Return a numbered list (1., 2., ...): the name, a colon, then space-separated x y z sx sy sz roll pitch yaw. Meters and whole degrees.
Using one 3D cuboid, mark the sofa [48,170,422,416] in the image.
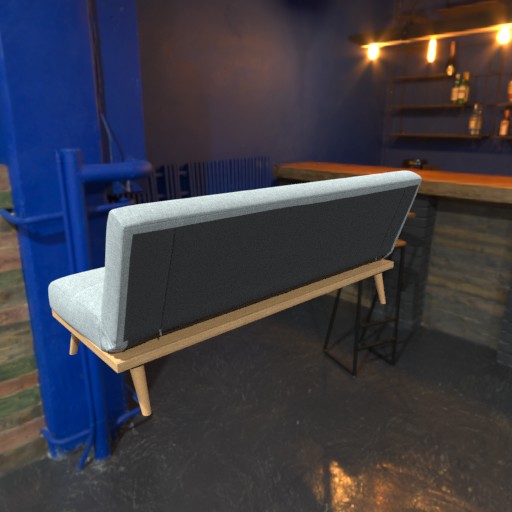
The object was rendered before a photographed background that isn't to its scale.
1. sofa: 0.000 0.000 2.264 1.820 0.800 0.800 -14 22 -40
